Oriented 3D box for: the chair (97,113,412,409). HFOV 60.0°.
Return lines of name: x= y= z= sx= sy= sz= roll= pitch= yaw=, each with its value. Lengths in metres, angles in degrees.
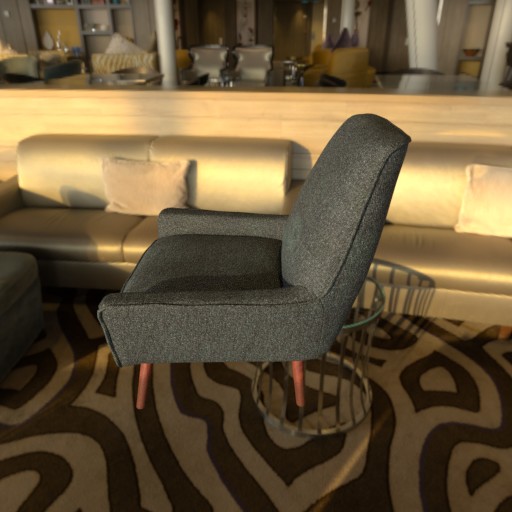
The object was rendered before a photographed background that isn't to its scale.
chair: x=0.000 y=0.000 z=1.504 sx=0.859 sy=0.883 sz=0.763 roll=1 pitch=26 yaw=2
